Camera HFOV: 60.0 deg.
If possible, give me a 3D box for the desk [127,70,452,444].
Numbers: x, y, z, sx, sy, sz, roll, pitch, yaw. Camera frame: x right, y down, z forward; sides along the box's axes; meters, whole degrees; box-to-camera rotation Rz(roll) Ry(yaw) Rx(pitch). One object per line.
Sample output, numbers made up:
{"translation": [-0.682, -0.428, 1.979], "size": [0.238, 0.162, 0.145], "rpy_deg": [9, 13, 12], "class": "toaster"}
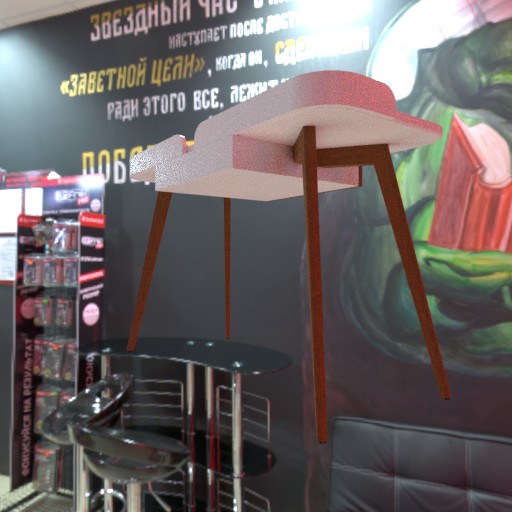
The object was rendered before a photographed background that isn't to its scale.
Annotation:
{"translation": [0.000, 0.000, 1.561], "size": [0.534, 0.807, 1.206], "rpy_deg": [0, 0, -36], "class": "desk"}
